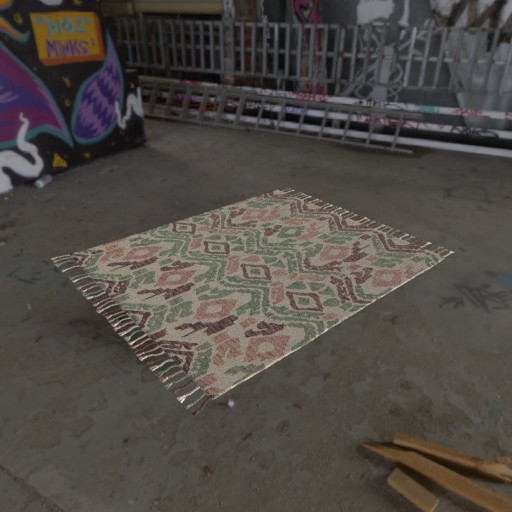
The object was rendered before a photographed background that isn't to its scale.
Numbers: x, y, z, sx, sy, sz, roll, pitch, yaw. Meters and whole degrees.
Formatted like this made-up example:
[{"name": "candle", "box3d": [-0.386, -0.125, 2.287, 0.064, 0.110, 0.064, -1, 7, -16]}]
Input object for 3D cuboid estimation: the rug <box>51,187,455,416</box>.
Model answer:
[{"name": "rug", "box3d": [0.000, 0.000, 4.227, 3.048, 0.010, 2.438, -22, 36, -34]}]
